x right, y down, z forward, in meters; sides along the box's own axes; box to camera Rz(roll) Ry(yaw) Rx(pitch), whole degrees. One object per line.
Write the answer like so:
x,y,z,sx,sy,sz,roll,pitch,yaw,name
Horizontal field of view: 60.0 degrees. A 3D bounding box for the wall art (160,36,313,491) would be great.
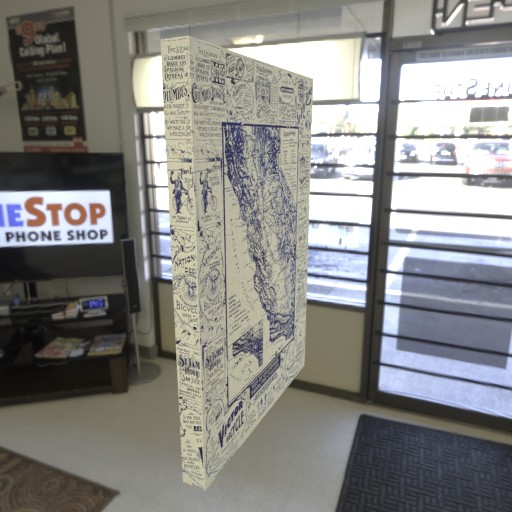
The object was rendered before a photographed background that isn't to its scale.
0.000,0.000,0.747,0.040,0.601,0.408,7,17,25,wall art
